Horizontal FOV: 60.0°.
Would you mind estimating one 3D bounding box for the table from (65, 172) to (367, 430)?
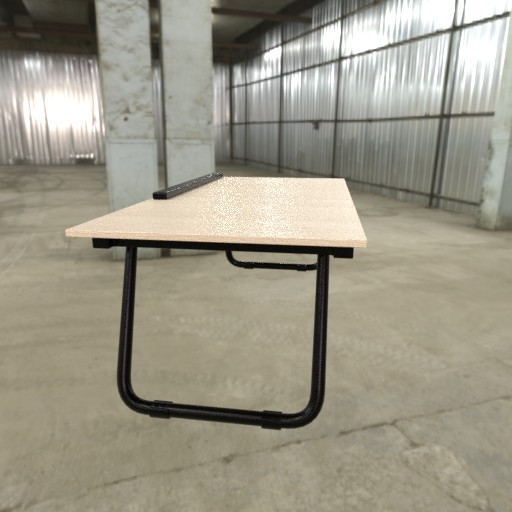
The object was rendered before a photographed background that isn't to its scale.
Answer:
[{"bbox_3d":[0.000,0.000,0.794,0.322,0.242,0.644,2,15,9],"label":"table"}]
